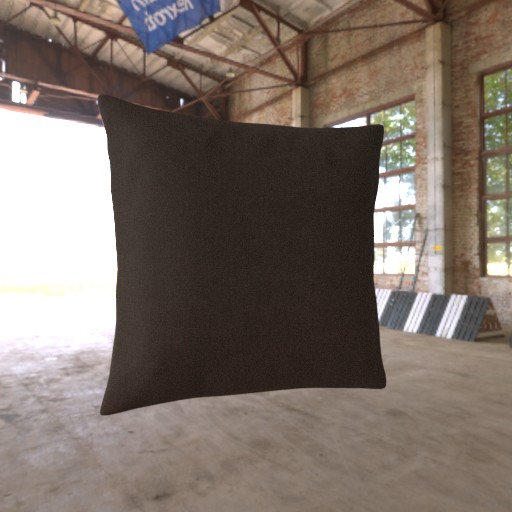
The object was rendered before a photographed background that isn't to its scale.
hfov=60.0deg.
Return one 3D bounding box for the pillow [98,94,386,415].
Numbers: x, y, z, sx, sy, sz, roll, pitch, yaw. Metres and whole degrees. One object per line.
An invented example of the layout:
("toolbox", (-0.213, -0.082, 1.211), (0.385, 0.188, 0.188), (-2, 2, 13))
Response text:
("pillow", (0.000, 0.000, 0.774), (0.523, 0.506, 0.166), (0, -1, -17))
